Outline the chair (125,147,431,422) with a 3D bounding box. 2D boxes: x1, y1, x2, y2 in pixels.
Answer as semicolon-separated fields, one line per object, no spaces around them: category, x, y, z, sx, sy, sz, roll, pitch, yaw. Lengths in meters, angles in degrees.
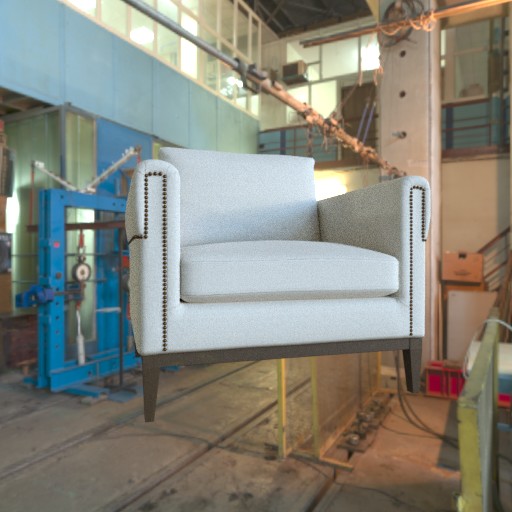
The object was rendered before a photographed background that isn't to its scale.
chair;0.000;0.000;1.742;0.982;0.915;0.896;0;0;-17
